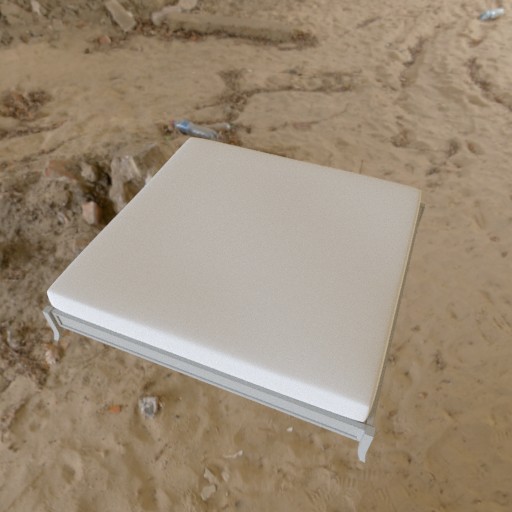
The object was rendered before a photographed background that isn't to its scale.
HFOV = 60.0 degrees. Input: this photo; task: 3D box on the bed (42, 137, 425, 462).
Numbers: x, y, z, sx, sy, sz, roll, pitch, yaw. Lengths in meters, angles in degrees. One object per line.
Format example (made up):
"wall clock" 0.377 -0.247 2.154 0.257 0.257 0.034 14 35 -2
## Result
"bed" 0.000 0.000 3.160 2.108 0.510 2.007 16 48 15
